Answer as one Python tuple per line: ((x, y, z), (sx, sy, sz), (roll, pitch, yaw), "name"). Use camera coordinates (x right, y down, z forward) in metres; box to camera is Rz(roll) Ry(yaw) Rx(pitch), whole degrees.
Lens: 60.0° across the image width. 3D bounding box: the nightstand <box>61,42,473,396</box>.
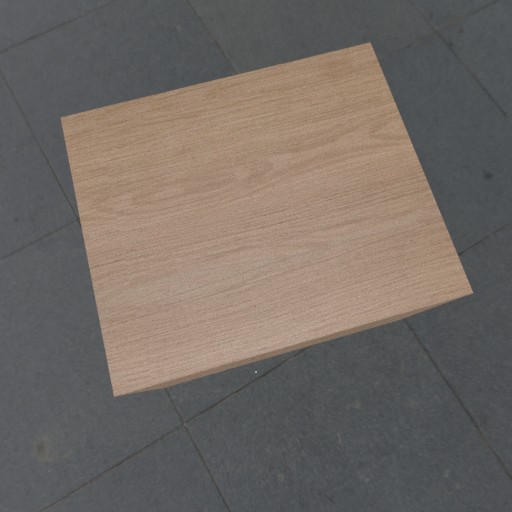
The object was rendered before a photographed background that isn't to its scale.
((0.000, 0.000, 0.854), (0.450, 0.571, 0.380), (-15, 76, -4), "nightstand")
